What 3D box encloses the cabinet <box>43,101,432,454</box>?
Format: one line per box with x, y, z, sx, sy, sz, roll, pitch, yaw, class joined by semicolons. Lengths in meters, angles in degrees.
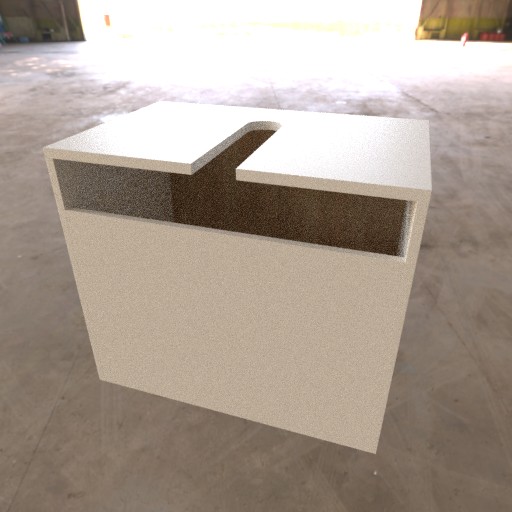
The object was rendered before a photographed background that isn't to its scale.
0.000;0.000;0.936;0.600;0.522;0.400;9;32;16;cabinet
